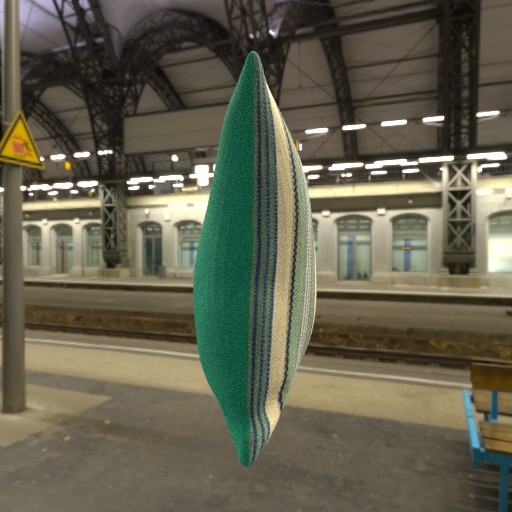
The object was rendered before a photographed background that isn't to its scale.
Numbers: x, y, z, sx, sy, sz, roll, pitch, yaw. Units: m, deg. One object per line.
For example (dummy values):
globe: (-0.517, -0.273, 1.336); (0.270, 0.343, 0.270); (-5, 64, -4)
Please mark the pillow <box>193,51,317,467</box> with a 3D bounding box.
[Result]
pillow: (0.000, 0.000, 0.677); (0.182, 0.441, 0.440); (0, 1, 0)
